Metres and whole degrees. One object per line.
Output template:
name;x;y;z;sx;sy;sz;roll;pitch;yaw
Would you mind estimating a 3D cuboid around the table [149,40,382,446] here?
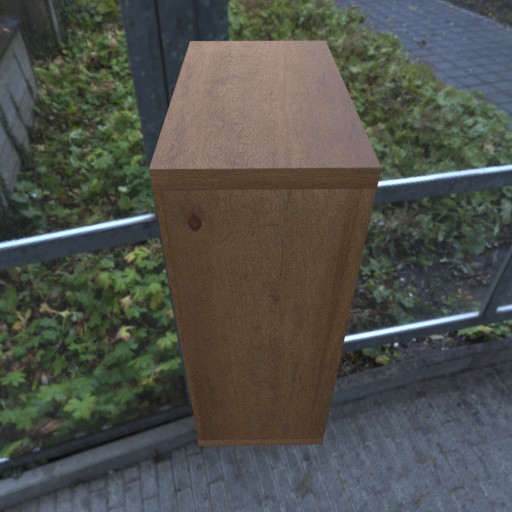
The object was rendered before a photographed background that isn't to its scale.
table;0.000;0.000;1.706;0.524;1.294;0.901;-1;42;-1
